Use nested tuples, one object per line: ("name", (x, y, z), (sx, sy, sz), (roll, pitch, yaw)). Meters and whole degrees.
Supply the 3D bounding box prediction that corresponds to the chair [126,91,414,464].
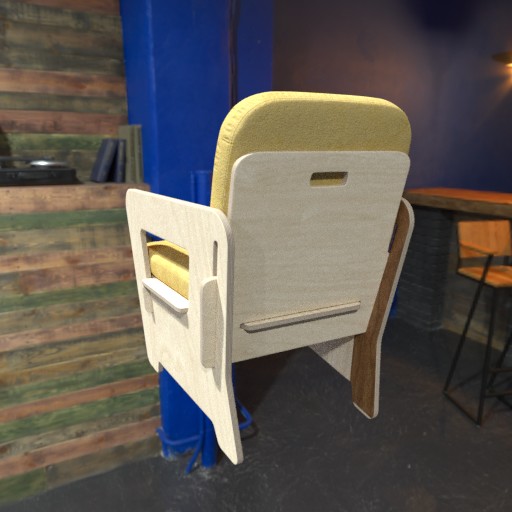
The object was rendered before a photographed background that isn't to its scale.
("chair", (0.000, 0.000, 1.248), (0.590, 0.800, 0.710), (-7, 15, -26))
